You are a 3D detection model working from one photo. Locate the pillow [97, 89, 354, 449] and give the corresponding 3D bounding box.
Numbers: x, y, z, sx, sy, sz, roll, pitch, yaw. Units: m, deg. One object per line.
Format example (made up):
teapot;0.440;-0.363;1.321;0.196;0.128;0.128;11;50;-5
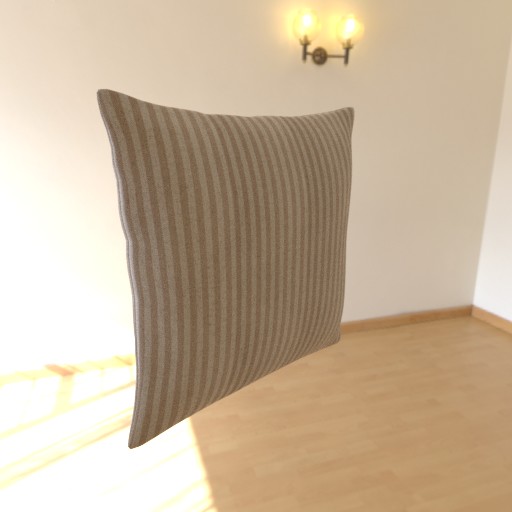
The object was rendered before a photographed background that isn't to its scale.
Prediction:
pillow;0.000;0.000;0.767;0.523;0.510;0.166;-14;21;-41
